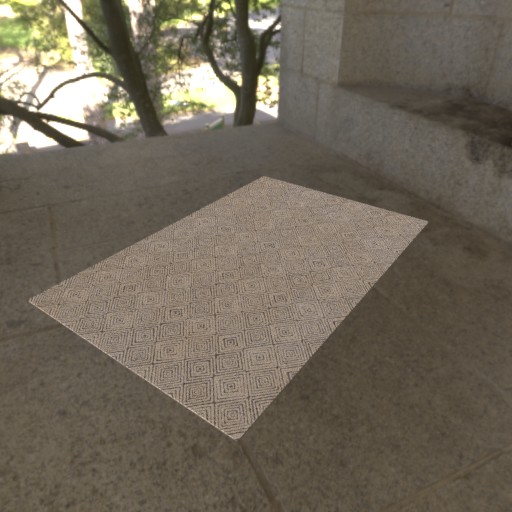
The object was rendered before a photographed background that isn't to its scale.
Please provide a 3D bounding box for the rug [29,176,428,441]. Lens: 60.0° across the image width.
[{"bbox_3d":[0.000,0.000,2.258,1.175,0.008,1.783,21,38,30],"label":"rug"}]
